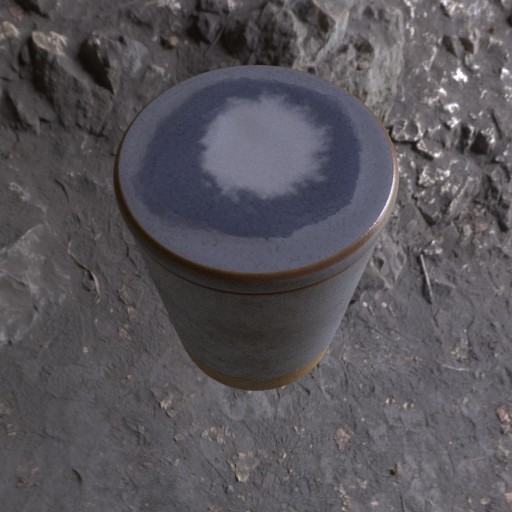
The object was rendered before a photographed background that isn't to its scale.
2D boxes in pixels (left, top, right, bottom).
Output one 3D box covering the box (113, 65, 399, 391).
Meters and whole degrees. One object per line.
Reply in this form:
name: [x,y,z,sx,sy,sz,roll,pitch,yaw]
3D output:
box: [0.000,0.000,0.253,0.118,0.168,0.118,0,60,0]
